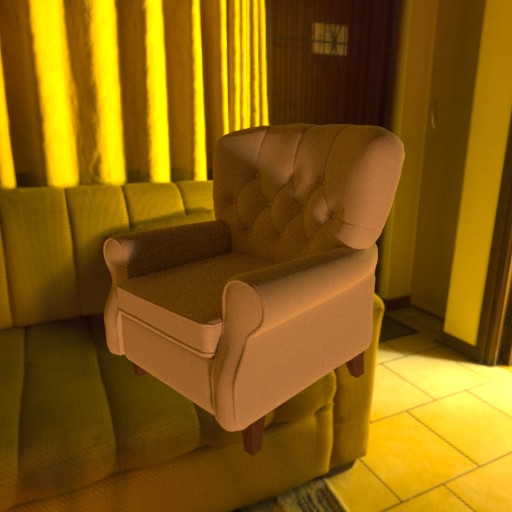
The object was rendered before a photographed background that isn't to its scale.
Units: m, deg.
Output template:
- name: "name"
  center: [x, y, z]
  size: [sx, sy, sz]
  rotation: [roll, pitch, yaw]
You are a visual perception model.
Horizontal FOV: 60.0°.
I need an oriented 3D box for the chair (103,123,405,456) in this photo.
- name: "chair"
  center: [0.000, 0.000, 2.026]
  size: [1.035, 1.169, 1.132]
  rotation: [15, 22, 42]
